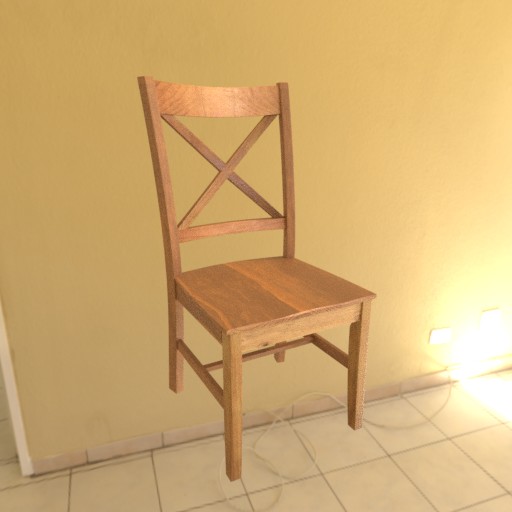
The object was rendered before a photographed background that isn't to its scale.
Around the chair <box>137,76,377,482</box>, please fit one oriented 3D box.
[{"bbox_3d":[0.000,0.000,1.284,0.485,0.983,0.542,-9,19,-27],"label":"chair"}]
